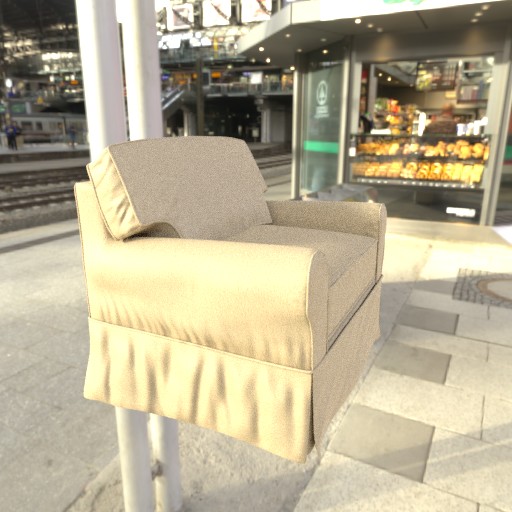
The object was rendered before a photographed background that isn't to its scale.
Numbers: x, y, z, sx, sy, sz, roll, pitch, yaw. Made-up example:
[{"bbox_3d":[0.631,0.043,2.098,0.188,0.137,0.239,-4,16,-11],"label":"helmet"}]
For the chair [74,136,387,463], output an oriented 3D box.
[{"bbox_3d":[0.000,0.000,1.798,0.903,0.937,1.096,8,18,25],"label":"chair"}]
